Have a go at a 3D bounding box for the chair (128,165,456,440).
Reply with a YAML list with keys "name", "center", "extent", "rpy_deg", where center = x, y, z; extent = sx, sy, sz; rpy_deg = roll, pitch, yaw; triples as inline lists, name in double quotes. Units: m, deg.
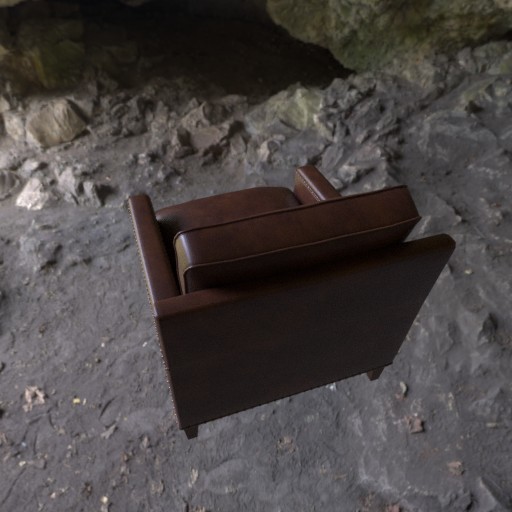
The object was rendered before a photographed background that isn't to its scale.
- name: "chair"
  center: [0.000, 0.000, 1.708]
  extent: [0.853, 0.929, 1.014]
  rpy_deg: [-13, 42, -14]
